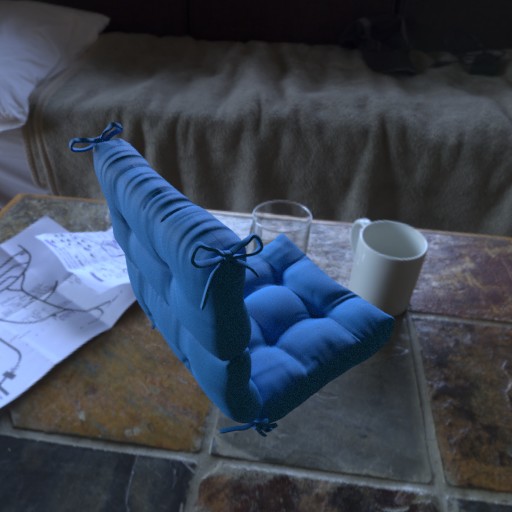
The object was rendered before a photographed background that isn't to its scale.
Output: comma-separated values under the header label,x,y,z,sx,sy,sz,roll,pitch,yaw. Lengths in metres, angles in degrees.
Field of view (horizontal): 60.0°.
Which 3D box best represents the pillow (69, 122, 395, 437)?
label,x,y,z,sx,sy,sz,roll,pitch,yaw
pillow,0.000,0.000,1.030,0.571,0.605,0.519,-25,46,-28
